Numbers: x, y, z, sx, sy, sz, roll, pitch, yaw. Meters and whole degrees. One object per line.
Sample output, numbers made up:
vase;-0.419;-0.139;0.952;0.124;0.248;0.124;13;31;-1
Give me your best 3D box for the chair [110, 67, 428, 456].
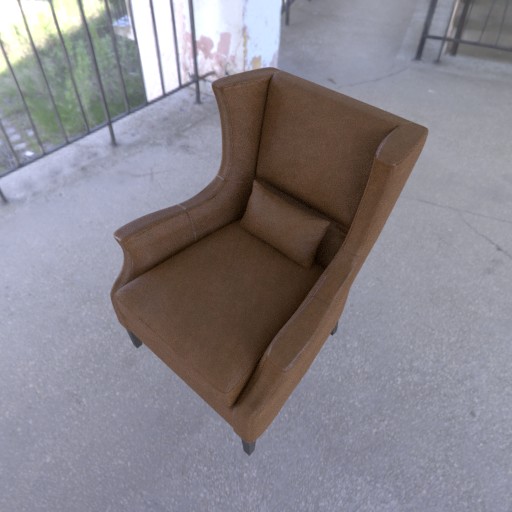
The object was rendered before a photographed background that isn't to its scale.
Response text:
chair;0.000;0.000;1.683;0.852;1.016;0.925;34;55;28
